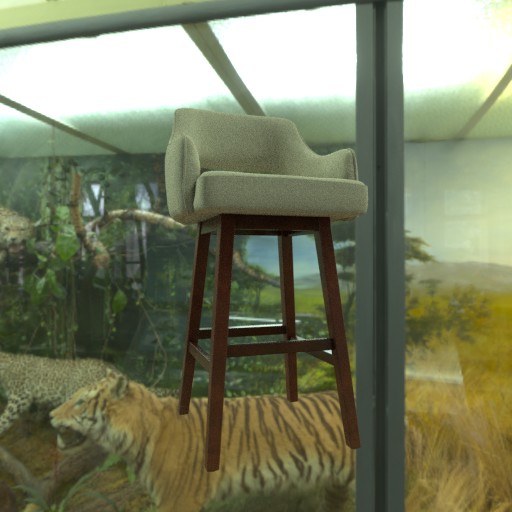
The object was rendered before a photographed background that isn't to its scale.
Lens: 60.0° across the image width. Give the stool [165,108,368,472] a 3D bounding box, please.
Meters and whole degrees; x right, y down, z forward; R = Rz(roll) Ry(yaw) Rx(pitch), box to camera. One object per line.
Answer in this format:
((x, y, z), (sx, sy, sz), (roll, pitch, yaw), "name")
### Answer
((0.000, 0.000, 1.370), (0.550, 1.041, 0.560), (0, 0, -19), "stool")
